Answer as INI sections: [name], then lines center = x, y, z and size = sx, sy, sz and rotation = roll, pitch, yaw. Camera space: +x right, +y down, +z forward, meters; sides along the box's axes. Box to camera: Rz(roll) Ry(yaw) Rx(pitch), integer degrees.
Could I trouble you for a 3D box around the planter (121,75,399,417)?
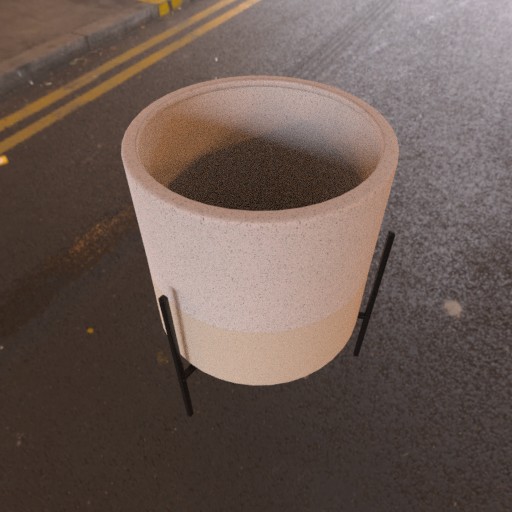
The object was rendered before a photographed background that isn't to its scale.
[planter]
center = 0.000, 0.000, 0.660
size = 0.313, 0.423, 0.335
rotation = -16, 48, -15
